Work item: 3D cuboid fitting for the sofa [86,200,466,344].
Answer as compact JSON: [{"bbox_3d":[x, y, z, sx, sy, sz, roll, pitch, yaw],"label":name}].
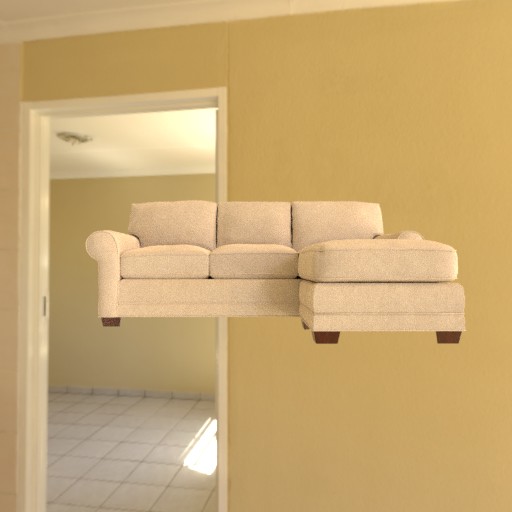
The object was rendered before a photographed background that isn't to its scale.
[{"bbox_3d":[0.000,0.000,2.370,1.770,0.734,1.226,0,-1,-1],"label":"sofa"}]
